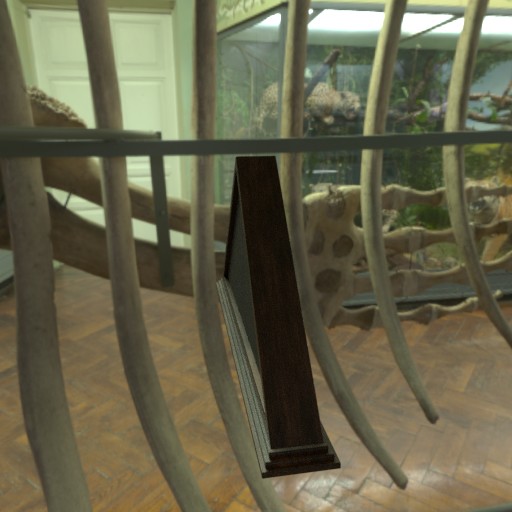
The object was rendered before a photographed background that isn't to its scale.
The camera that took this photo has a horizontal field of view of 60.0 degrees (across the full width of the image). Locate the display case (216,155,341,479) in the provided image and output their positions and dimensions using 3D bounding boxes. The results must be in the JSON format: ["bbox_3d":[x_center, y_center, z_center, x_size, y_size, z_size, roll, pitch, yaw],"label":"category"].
[{"bbox_3d":[0.000,0.000,0.770,0.095,0.340,0.640,-3,17,-9],"label":"display case"}]
